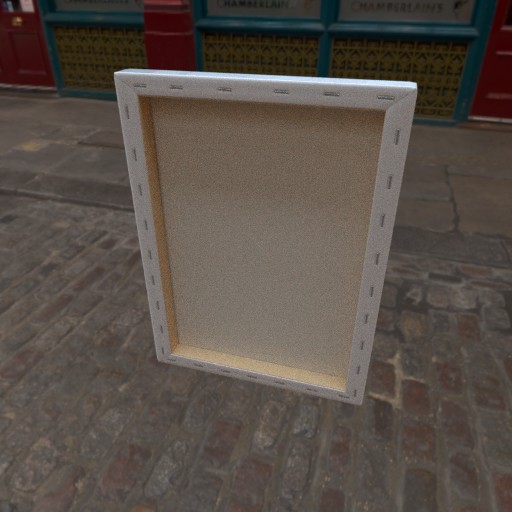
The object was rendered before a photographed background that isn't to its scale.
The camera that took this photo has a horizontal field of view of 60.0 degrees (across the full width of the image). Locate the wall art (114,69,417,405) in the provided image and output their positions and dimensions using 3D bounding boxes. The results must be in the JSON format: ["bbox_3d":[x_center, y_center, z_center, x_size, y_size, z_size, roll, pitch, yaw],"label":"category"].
[{"bbox_3d":[0.000,0.000,0.808,0.455,0.613,0.037,8,32,14],"label":"wall art"}]
